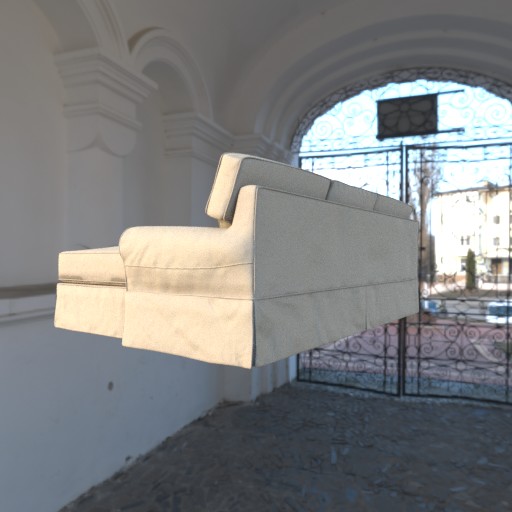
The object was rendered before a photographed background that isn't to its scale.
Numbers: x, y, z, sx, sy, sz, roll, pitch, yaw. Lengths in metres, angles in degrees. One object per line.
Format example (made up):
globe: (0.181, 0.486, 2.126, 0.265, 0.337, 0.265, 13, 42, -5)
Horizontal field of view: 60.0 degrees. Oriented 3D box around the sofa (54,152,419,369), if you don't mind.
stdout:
sofa: (0.000, 0.000, 3.341, 1.733, 0.978, 2.475, 0, 0, 36)
